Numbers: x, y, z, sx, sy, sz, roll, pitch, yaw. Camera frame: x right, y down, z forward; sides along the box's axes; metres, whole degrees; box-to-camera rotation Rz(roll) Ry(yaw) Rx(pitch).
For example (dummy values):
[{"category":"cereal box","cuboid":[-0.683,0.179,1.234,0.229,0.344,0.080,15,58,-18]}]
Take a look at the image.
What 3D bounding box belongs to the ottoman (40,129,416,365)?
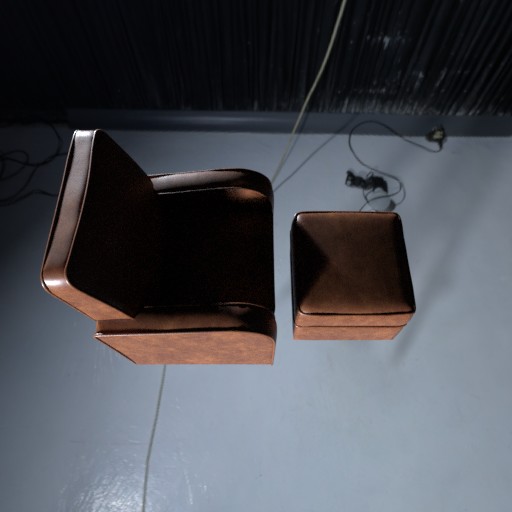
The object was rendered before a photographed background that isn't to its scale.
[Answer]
[{"category":"ottoman","cuboid":[0.000,0.000,1.848,1.314,0.904,0.732,0,63,0]}]
